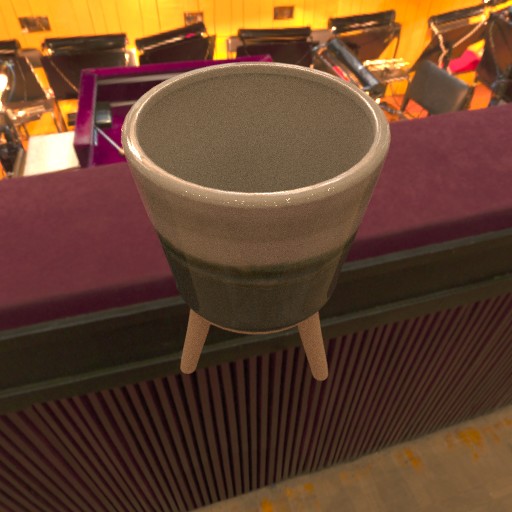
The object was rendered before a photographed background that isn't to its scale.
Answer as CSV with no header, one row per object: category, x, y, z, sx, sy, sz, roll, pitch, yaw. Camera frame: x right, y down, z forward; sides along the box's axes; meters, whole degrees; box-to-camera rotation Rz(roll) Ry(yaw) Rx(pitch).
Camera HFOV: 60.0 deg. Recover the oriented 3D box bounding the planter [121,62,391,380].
planter,0.000,0.000,0.481,0.217,0.331,0.217,-10,48,-9
